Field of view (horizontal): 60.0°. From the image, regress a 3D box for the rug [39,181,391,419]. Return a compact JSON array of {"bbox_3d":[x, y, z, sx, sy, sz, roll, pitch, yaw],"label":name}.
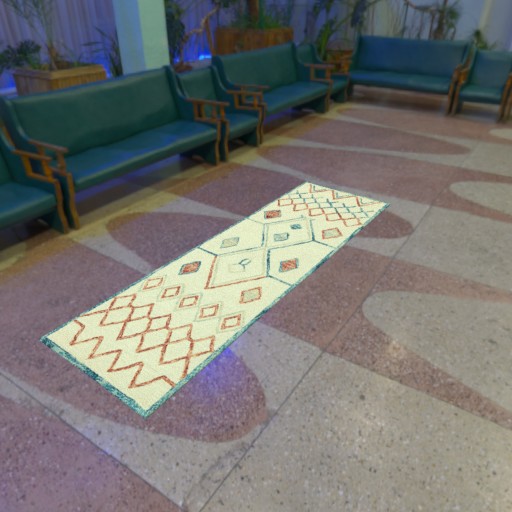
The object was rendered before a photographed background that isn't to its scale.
[{"bbox_3d":[0.000,0.000,2.735,0.750,0.011,2.435,21,38,31],"label":"rug"}]
